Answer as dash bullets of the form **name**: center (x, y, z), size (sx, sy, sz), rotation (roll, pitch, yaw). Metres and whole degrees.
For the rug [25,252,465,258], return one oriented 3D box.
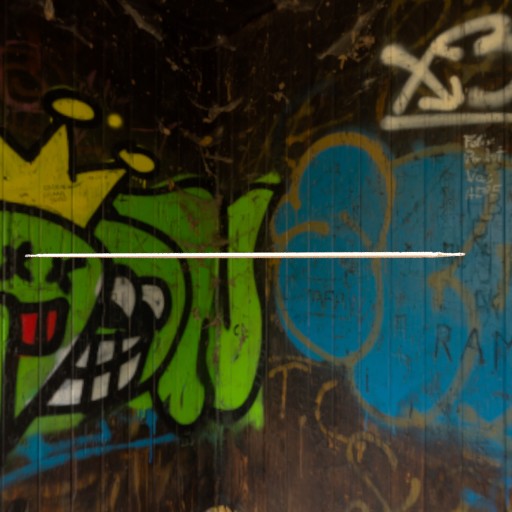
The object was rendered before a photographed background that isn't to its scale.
- **rug**: center (0.000, 0.000, 2.345), size (1.872, 0.013, 1.243), rotation (0, -1, 18)
